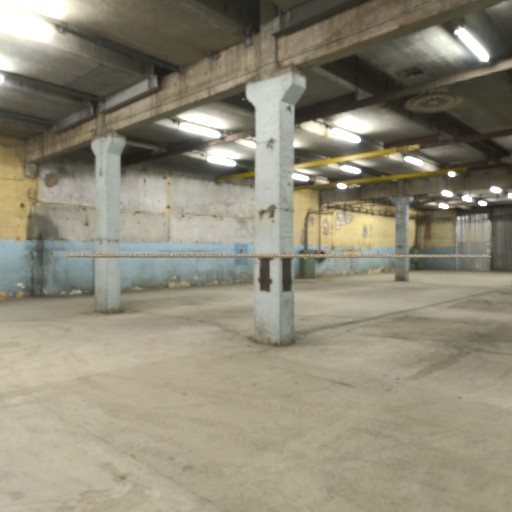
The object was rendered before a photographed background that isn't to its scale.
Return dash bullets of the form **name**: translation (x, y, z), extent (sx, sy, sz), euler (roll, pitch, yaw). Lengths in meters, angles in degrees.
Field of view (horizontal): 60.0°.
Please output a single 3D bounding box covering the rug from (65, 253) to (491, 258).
- **rug**: translation (0.000, 0.000, 4.116), extent (3.052, 0.030, 2.429), euler (0, 0, -18)
